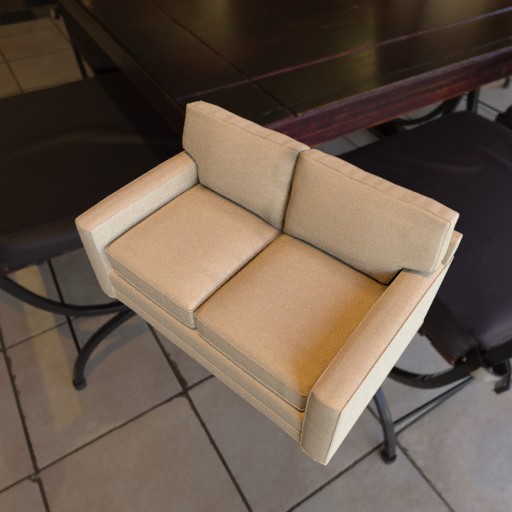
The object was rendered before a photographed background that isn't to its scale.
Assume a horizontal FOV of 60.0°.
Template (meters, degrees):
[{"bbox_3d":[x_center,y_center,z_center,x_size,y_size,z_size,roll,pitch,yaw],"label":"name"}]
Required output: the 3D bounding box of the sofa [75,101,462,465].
[{"bbox_3d":[0.000,0.000,2.095,1.484,0.853,0.942,31,54,26],"label":"sofa"}]
